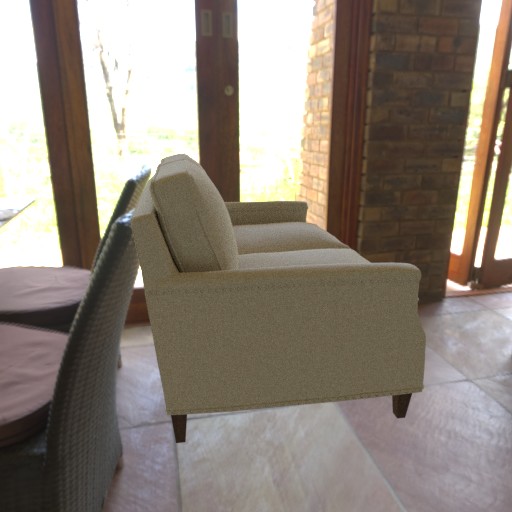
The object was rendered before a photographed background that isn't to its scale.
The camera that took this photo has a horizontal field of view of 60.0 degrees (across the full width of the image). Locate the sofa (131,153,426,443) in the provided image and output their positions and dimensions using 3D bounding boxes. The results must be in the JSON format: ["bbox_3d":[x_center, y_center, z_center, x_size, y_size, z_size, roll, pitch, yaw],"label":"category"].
[{"bbox_3d":[0.000,0.000,2.287,1.084,1.003,1.597,-3,16,-9],"label":"sofa"}]
